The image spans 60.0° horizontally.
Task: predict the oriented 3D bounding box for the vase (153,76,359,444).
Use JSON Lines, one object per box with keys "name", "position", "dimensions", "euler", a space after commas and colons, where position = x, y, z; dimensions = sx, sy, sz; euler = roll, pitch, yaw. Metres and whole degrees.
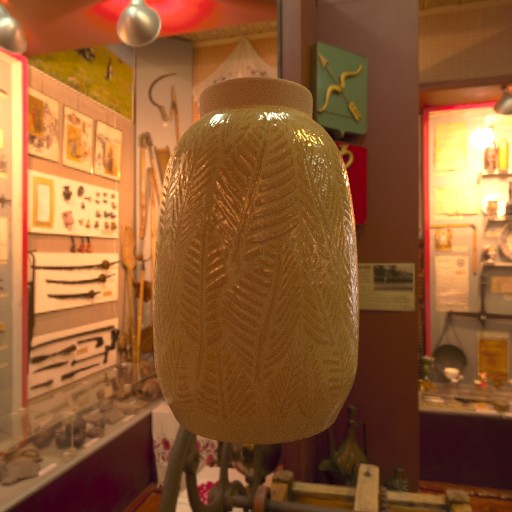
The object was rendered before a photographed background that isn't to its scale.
{"name": "vase", "position": [0.000, 0.000, 0.380], "dimensions": [0.172, 0.270, 0.172], "euler": [0, 0, 0]}
